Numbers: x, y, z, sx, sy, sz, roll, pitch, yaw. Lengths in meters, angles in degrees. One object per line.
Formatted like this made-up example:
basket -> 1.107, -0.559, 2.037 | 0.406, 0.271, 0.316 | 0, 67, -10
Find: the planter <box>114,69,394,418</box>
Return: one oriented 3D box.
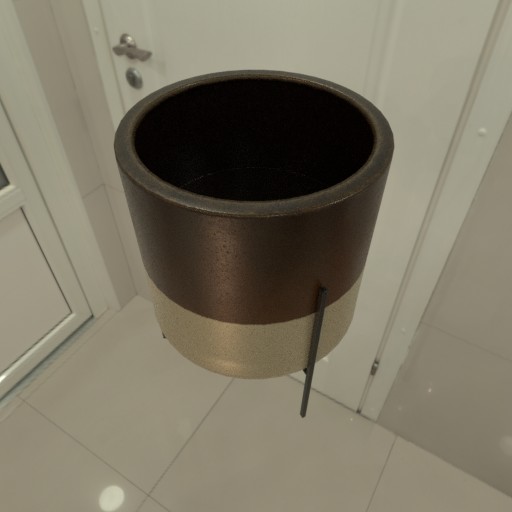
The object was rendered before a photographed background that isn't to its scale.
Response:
planter -> 0.000, 0.000, 0.716 | 0.345, 0.465, 0.354 | 24, 50, 22
